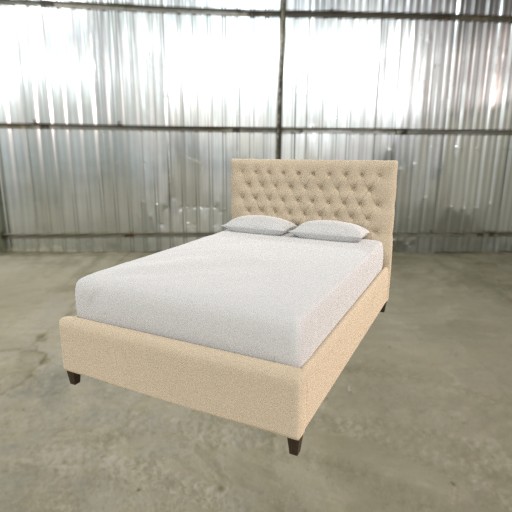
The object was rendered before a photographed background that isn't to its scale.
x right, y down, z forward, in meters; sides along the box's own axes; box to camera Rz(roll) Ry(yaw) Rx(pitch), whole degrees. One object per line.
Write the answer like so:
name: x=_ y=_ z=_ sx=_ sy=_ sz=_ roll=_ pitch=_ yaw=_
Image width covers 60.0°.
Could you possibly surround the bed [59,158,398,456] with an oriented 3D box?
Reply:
bed: x=0.000 y=0.000 z=3.458 sx=1.698 sy=1.427 sz=2.387 roll=7 pitch=15 yaw=26
